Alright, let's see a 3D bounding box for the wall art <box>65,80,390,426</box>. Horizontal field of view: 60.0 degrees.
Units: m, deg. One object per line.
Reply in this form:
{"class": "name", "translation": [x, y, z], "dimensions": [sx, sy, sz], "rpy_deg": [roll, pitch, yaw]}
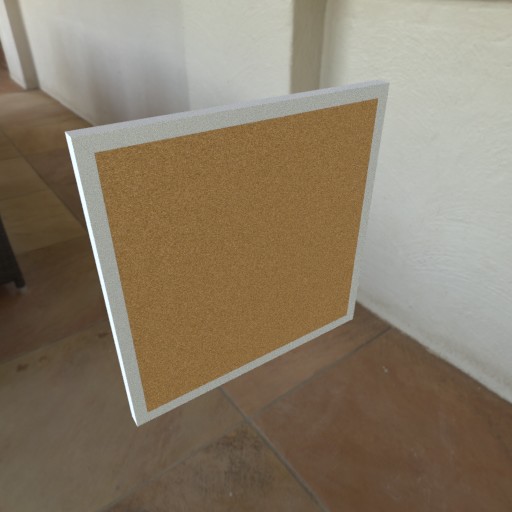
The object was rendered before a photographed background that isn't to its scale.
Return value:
{"class": "wall art", "translation": [0.000, 0.000, 1.132], "dimensions": [0.762, 0.762, 0.038], "rpy_deg": [-20, 38, -28]}
